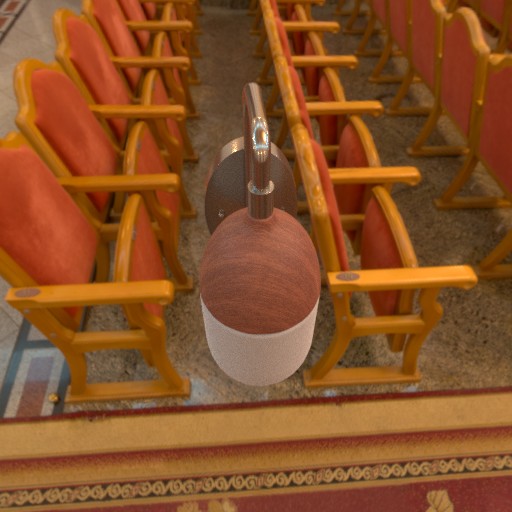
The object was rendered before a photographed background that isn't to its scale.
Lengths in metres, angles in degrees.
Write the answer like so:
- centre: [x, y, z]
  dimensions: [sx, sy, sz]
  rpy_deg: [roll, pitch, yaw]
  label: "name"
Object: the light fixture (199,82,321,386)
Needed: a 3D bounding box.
- centre: [0.000, 0.000, 0.445]
  dimensions: [0.108, 0.343, 0.216]
  rpy_deg: [-3, 47, -3]
  label: "light fixture"
